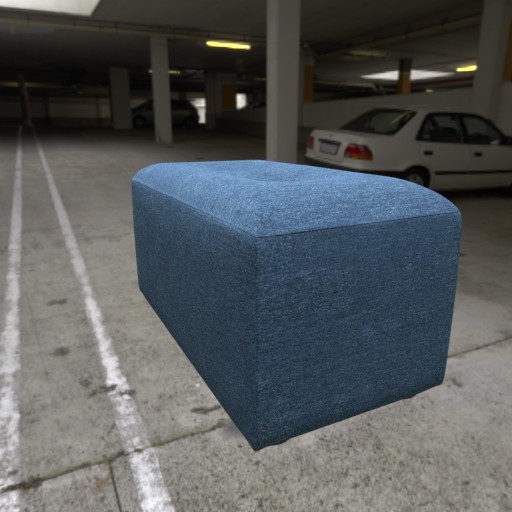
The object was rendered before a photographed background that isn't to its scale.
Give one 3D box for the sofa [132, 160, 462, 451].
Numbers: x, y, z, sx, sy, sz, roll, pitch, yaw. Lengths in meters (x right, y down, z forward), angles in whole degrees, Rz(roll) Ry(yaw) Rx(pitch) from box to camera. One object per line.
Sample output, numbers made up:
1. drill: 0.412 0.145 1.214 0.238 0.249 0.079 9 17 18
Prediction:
1. sofa: 0.000 0.000 1.206 0.480 0.470 0.930 -8 18 -26
